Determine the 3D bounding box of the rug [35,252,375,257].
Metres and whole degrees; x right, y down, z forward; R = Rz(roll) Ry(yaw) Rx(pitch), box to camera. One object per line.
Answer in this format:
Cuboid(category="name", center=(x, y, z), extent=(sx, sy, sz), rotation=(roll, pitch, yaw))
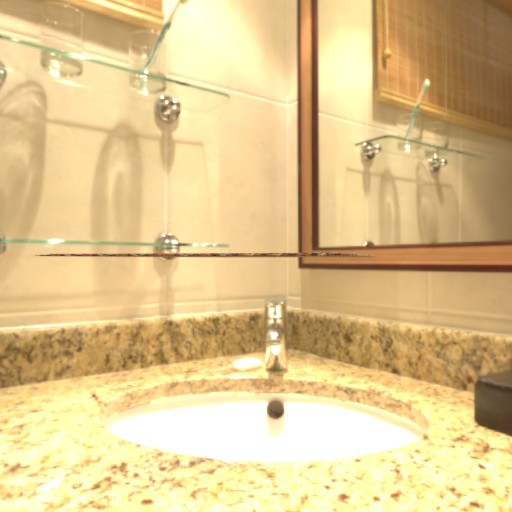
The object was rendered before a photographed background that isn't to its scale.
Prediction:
Cuboid(category="rug", center=(0.000, 0.000, 2.500), extent=(1.218, 0.010, 1.997), rotation=(0, 0, 17))
